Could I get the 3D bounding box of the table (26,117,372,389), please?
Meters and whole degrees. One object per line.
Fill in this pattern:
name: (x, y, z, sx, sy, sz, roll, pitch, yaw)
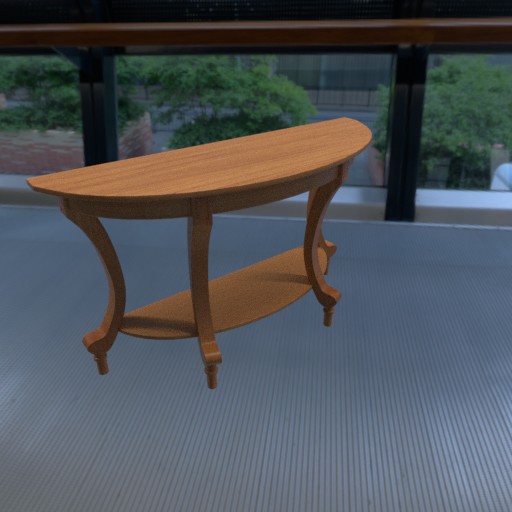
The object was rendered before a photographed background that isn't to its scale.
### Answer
table: (0.000, 0.000, 1.496, 1.198, 0.692, 0.394, -20, 35, -32)
